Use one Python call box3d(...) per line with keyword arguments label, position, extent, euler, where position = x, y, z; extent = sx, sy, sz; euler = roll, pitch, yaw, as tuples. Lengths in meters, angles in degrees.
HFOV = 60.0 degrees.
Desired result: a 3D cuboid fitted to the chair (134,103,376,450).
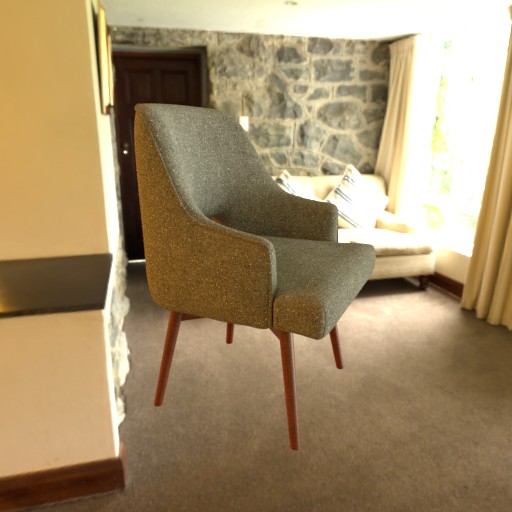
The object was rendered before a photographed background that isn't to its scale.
box3d(label="chair", position=(0.000, 0.000, 1.328), extent=(0.629, 0.875, 0.608), euler=(7, 17, 24))
